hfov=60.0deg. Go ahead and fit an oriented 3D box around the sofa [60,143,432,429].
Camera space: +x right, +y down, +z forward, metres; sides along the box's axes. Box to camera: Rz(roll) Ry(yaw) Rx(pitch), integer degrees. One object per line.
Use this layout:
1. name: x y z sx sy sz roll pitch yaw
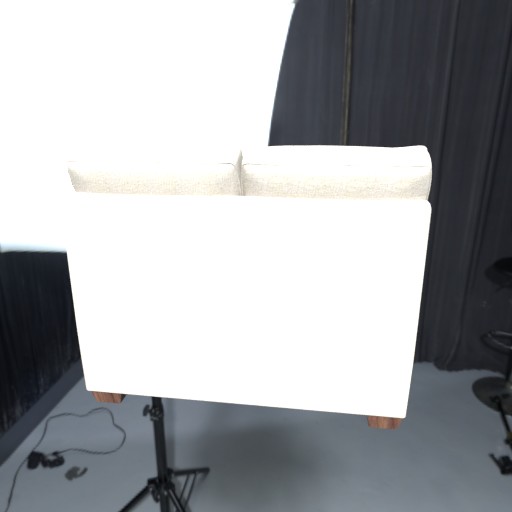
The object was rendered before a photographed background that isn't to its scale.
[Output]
1. sofa: 0.000 0.000 1.981 1.232 1.006 0.978 2 17 8
